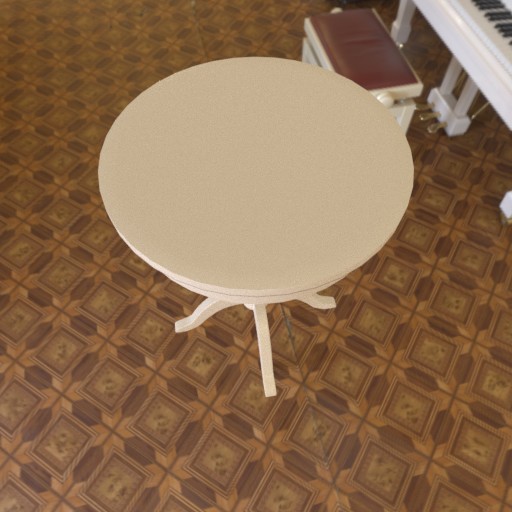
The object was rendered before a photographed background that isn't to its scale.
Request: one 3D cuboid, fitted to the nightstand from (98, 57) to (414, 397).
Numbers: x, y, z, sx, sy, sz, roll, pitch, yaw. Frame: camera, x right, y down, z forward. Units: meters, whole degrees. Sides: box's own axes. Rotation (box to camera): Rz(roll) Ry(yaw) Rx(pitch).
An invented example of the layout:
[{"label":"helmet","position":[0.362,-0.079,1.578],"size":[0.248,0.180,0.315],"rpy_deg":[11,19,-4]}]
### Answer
[{"label":"nightstand","position":[0.000,0.000,1.008],"size":[0.513,0.653,0.513],"rpy_deg":[-1,58,0]}]
